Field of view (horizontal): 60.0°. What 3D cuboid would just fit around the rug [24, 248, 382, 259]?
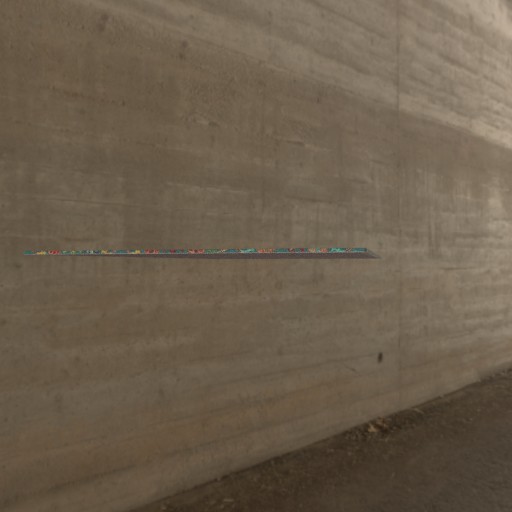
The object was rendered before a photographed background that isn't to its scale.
[{"bbox_3d":[0.000,0.000,2.893,1.527,0.016,2.290,0,-1,17],"label":"rug"}]
